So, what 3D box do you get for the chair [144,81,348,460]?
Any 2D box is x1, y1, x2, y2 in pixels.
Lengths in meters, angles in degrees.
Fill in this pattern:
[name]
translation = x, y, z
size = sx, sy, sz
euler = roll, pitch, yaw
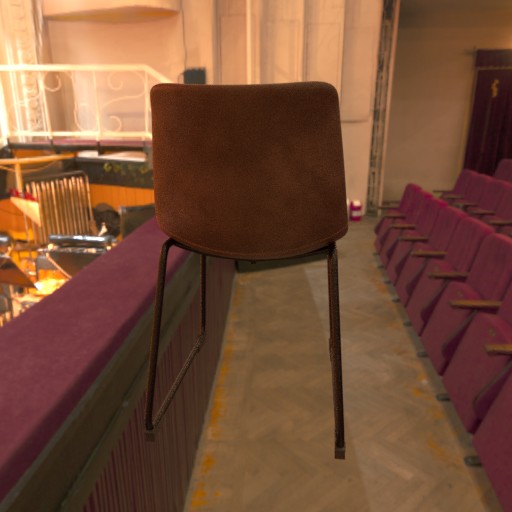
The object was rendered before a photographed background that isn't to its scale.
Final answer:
[chair]
translation = 0.000, 0.000, 1.116
size = 0.460, 0.780, 0.551
euler = 2, 17, 7
